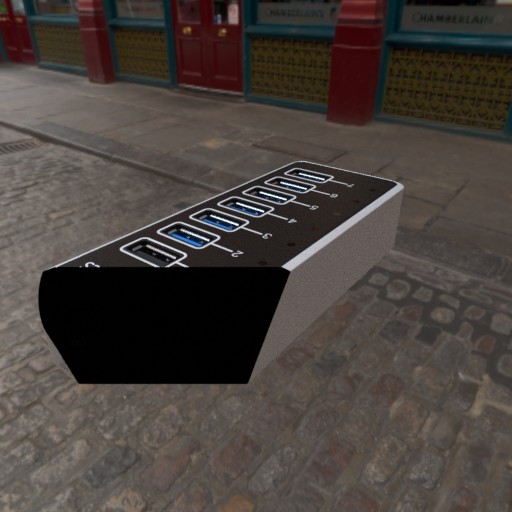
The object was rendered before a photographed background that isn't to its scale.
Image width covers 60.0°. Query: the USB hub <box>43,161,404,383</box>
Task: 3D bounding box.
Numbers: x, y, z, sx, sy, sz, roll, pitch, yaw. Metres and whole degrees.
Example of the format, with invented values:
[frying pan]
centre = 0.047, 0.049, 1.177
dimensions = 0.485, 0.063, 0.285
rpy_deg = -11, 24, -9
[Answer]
[USB hub]
centre = 0.000, 0.000, 0.128
dimensions = 0.044, 0.023, 0.110
rpy_deg = 21, 36, 32
